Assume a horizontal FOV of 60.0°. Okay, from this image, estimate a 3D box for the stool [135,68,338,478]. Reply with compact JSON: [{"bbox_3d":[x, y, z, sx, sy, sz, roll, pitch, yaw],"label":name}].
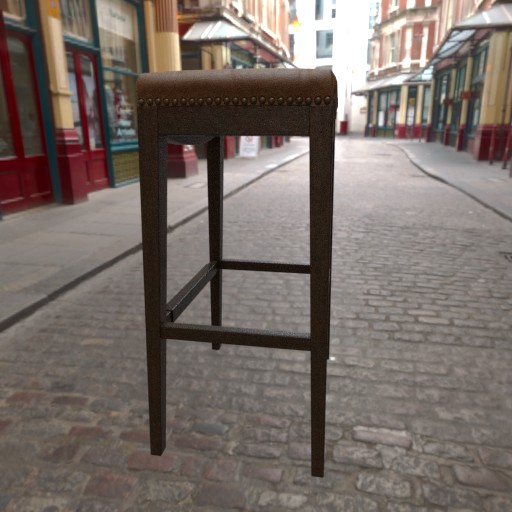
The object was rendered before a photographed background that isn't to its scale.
[{"bbox_3d":[0.000,0.000,1.035,0.361,0.759,0.500,3,16,10],"label":"stool"}]
